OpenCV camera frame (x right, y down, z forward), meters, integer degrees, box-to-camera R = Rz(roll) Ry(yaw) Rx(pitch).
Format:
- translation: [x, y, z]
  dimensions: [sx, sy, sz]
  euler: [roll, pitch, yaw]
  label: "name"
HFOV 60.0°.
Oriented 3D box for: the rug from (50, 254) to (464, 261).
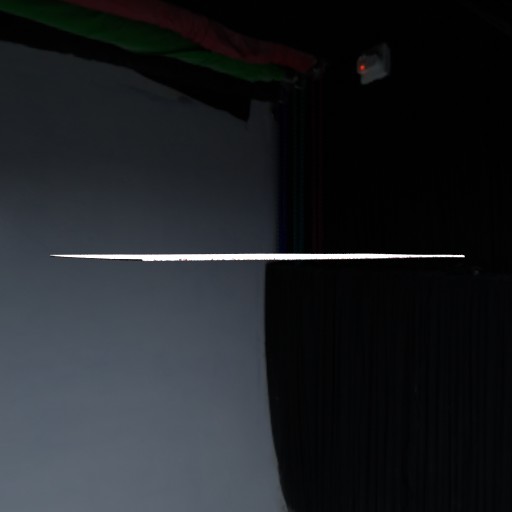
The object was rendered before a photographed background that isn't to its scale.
- translation: [0.000, 0.000, 4.281]
  dimensions: [3.226, 0.024, 2.436]
  euler: [0, 1, -36]
  label: "rug"
